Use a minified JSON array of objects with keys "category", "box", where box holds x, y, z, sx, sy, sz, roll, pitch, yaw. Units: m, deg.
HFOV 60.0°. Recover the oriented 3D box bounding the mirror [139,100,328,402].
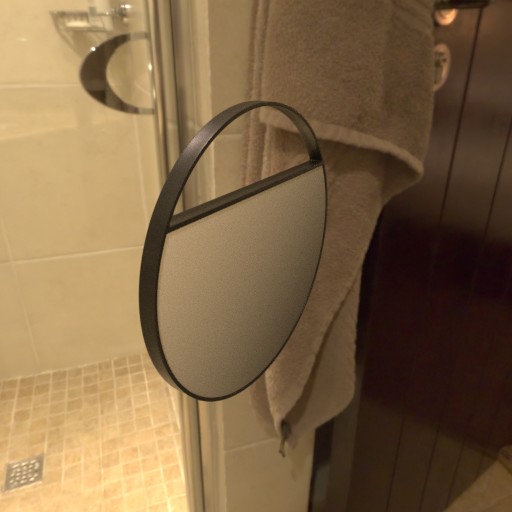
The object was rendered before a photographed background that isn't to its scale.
[{"category":"mirror","box":[0.000,0.000,0.855,0.032,0.565,0.565,16,29,30]}]
